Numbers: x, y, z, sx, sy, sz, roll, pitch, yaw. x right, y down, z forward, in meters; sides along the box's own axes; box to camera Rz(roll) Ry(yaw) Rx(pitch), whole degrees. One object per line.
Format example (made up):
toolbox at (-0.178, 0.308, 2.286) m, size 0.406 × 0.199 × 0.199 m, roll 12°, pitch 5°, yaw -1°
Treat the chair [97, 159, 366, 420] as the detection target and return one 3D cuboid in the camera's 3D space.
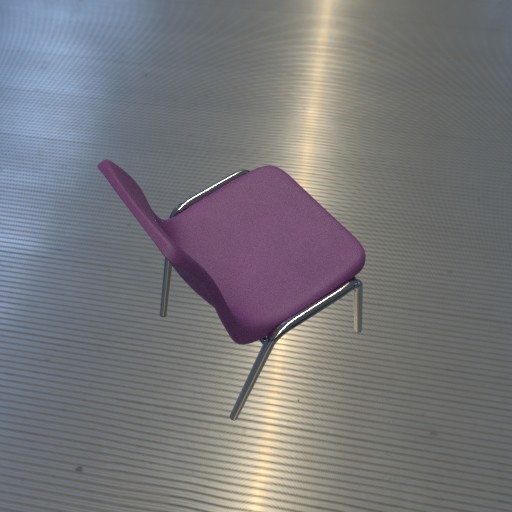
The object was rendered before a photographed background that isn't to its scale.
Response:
chair at (0.000, 0.000, 0.927) m, size 0.432 × 0.654 × 0.381 m, roll -32°, pitch 62°, yaw -19°
